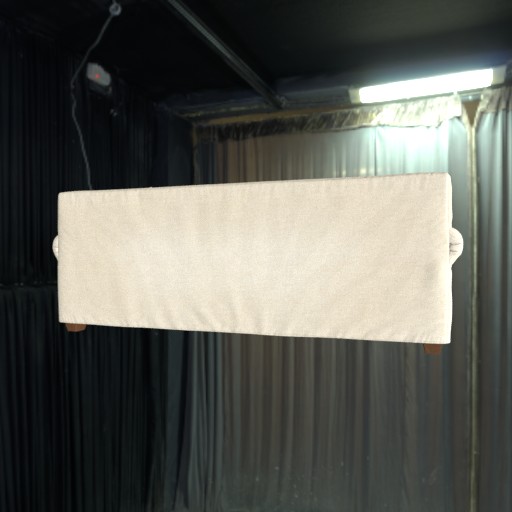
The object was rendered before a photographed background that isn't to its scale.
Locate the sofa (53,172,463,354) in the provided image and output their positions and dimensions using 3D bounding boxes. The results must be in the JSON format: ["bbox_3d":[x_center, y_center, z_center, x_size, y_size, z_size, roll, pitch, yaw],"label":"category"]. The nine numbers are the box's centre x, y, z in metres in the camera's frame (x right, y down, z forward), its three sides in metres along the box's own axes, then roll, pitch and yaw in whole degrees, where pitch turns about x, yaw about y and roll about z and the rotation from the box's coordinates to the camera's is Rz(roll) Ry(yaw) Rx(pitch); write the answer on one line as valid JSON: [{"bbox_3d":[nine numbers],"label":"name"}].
[{"bbox_3d":[0.000,0.000,2.800,2.285,0.904,1.067,0,0,18],"label":"sofa"}]
